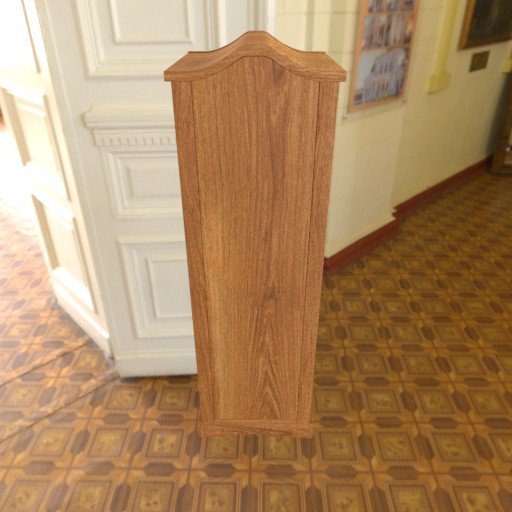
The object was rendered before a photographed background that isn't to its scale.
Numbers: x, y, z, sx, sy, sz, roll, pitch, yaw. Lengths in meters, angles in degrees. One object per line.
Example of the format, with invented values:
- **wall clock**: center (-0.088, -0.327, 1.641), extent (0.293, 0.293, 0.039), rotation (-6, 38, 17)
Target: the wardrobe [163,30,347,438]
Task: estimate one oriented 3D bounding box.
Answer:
- **wardrobe**: center (0.000, 0.000, 2.097), extent (0.590, 1.870, 0.570), rotation (0, 30, 1)
